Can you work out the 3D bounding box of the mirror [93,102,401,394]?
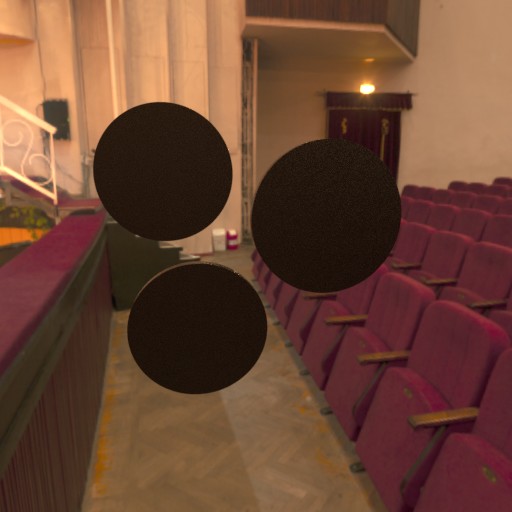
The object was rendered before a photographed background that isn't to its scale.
[{"bbox_3d":[0.000,0.000,3.215,2.160,2.096,0.076,-2,13,-8],"label":"mirror"}]
